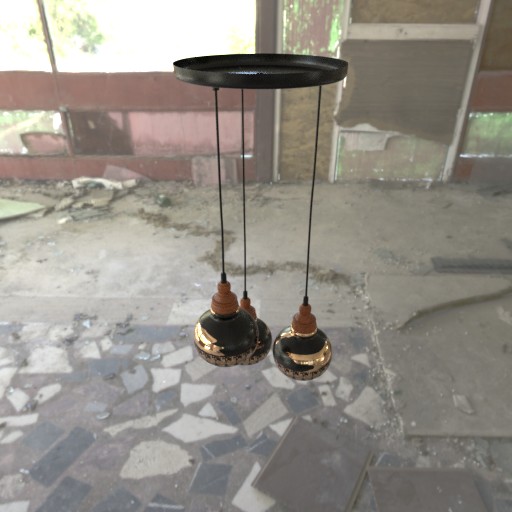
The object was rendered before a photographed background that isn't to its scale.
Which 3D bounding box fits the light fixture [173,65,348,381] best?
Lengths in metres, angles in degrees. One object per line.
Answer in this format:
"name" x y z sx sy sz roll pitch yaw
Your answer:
"light fixture" 0.000 0.000 1.753 0.608 1.410 0.605 21 36 32
